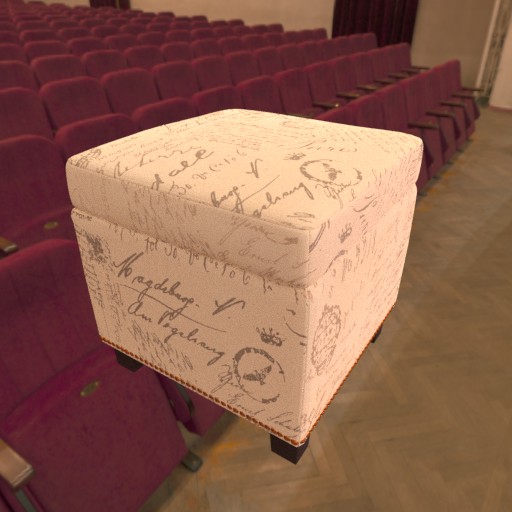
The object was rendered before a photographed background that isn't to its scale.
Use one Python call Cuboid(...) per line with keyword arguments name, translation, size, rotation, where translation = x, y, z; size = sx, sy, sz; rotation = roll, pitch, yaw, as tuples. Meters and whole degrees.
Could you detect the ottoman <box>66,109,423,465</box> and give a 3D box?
Cuboid(name="ottoman", translation=(0.000, 0.000, 0.834), size=(0.450, 0.457, 0.449), rotation=(18, 35, 29))
